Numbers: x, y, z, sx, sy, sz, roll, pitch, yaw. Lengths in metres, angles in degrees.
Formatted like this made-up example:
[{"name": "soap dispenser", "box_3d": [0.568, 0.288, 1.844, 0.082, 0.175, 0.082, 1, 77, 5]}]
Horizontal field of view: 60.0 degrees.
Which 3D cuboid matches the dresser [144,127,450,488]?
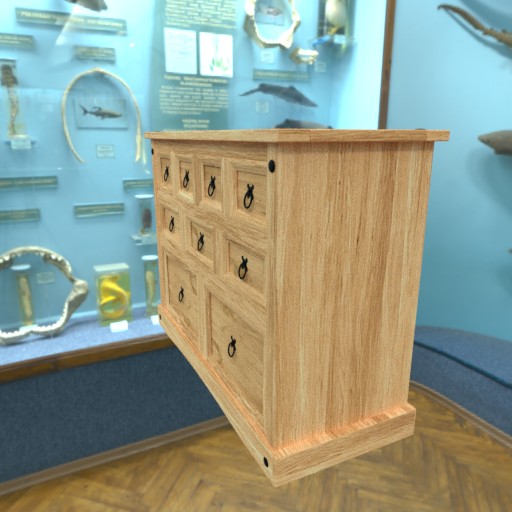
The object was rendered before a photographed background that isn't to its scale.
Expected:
[{"name": "dresser", "box_3d": [0.000, 0.000, 1.355, 0.410, 0.740, 0.990, -7, 17, -25]}]
